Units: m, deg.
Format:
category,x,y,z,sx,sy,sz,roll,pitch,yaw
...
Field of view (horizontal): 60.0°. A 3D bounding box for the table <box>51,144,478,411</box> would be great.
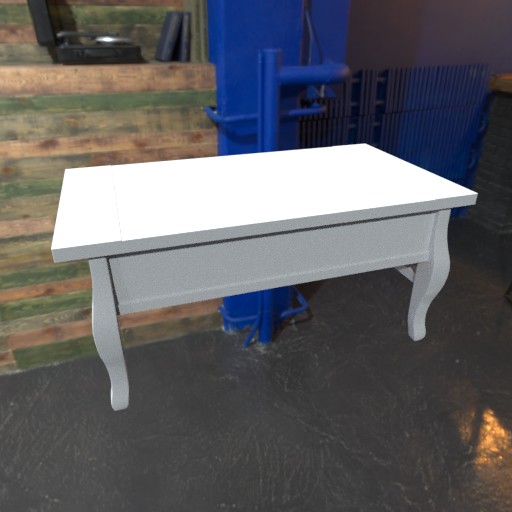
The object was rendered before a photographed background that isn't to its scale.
category,x,y,z,sx,sy,sz,roll,pitch,yaw
table,0.000,0.000,1.402,1.062,0.495,0.600,-9,29,-16
